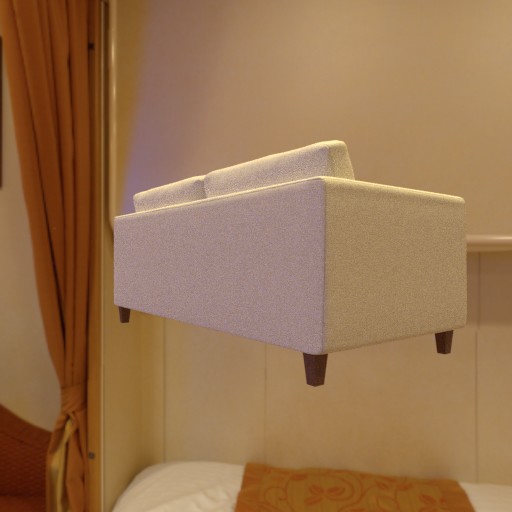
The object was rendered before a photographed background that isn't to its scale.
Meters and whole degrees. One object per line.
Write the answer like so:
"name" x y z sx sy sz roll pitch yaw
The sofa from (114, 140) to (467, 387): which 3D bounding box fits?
"sofa" 0.000 0.000 2.496 0.965 0.889 1.981 0 0 -37
